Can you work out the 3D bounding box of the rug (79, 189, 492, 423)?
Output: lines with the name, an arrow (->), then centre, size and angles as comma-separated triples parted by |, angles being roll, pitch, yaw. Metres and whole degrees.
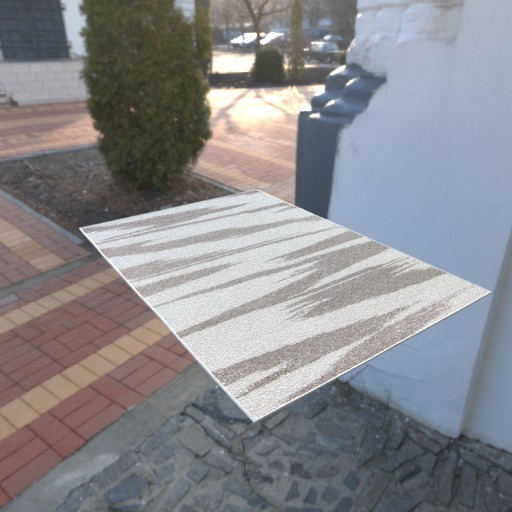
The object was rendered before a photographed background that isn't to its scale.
rug -> 0.000, 0.000, 2.710 | 1.533, 0.010, 2.142 | -17, 31, -31
